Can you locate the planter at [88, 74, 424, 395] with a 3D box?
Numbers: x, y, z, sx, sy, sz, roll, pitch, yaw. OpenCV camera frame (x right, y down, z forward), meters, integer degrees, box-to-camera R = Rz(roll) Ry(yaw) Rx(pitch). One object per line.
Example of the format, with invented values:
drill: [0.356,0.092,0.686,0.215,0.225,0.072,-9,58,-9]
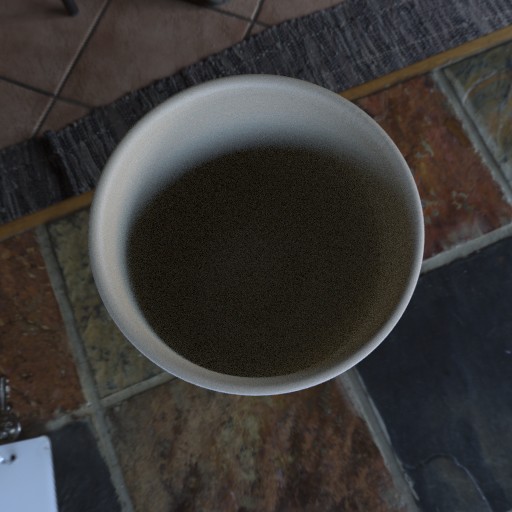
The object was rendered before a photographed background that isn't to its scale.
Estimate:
planter: [0.000,0.000,0.297,0.170,0.152,0.170,0,76,0]
